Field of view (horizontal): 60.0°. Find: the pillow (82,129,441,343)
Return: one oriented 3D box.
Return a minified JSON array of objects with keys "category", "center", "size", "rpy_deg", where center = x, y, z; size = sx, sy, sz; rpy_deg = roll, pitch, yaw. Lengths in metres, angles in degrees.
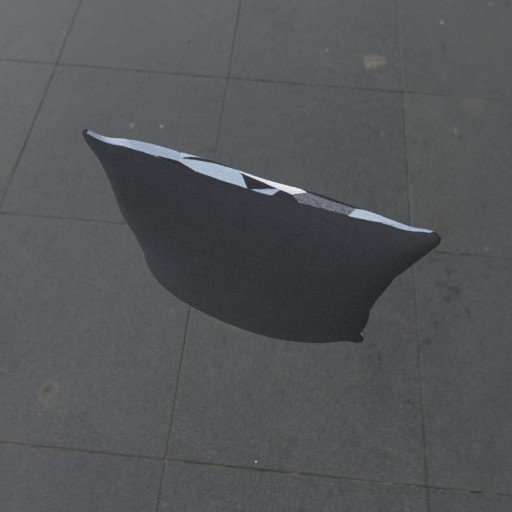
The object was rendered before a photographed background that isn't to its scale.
[{"category":"pillow","center":[0.000,0.000,0.787],"size":[0.503,0.496,0.208],"rpy_deg":[19,67,8]}]
